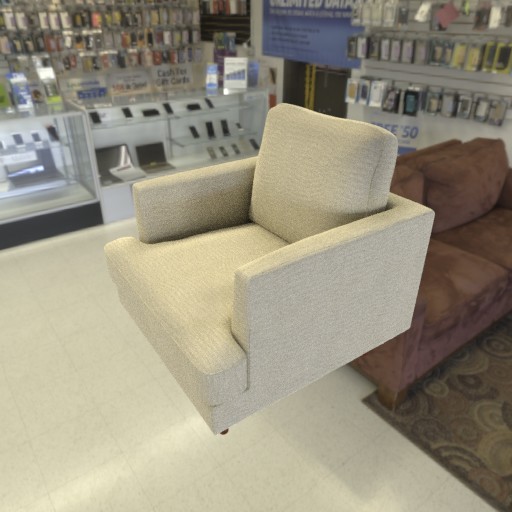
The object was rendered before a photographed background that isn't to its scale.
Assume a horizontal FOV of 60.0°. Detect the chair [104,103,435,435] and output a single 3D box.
[{"bbox_3d":[0.000,0.000,1.644,0.899,0.957,0.858,-19,35,-29],"label":"chair"}]
